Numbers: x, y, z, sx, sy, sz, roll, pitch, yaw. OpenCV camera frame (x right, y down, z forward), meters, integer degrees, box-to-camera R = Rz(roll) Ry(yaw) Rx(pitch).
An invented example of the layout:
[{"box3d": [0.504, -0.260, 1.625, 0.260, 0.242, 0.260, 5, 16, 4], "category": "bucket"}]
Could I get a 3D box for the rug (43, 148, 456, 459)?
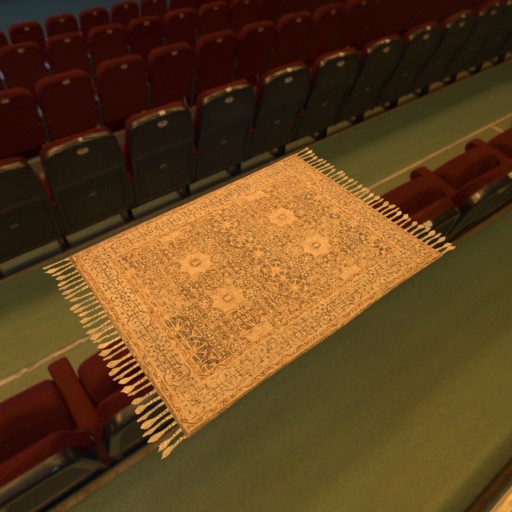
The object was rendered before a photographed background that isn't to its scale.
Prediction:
[{"box3d": [0.000, 0.000, 3.113, 2.465, 0.023, 1.619, -29, 53, -25], "category": "rug"}]
